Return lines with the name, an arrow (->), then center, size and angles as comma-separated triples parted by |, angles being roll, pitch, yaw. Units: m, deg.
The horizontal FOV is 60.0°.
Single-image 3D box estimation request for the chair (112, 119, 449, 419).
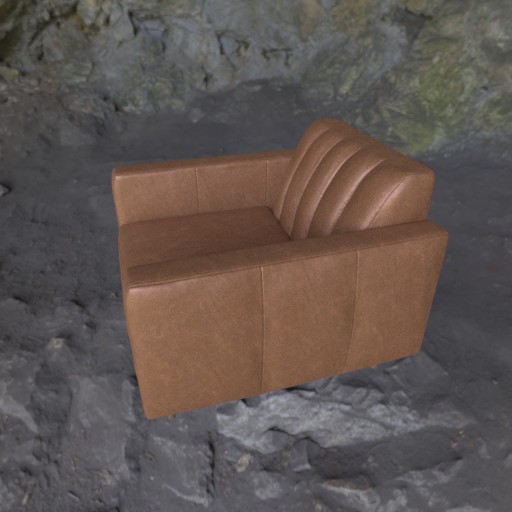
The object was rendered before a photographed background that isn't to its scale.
chair -> 0.000, 0.000, 1.694 | 0.998, 0.819, 0.953 | -9, 32, -15
